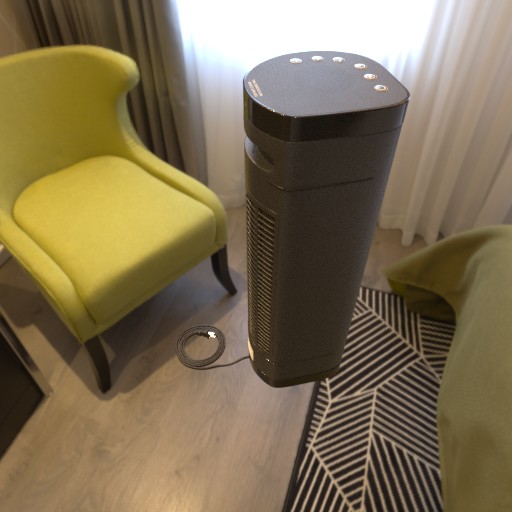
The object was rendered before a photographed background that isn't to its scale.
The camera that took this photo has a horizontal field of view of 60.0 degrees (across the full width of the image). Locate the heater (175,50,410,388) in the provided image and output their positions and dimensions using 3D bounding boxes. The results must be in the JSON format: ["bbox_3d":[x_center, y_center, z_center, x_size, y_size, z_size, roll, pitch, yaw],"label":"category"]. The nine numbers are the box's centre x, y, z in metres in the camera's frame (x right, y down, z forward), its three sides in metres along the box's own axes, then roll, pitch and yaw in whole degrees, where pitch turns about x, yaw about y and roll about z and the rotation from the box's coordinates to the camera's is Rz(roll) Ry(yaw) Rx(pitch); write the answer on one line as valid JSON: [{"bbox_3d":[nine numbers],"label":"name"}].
[{"bbox_3d":[0.000,0.000,0.686,0.312,0.552,0.174,-9,46,-9],"label":"heater"}]
